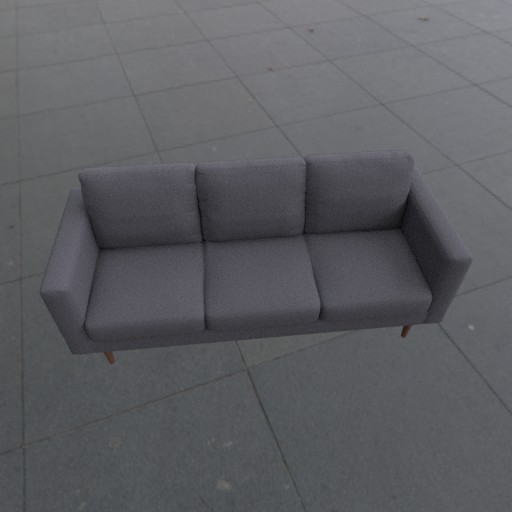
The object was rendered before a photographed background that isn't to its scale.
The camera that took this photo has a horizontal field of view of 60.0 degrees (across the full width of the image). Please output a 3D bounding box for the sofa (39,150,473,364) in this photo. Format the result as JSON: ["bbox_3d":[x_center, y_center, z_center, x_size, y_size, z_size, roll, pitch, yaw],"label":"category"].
[{"bbox_3d":[0.000,0.000,2.466,2.029,0.912,0.802,-4,46,-4],"label":"sofa"}]
